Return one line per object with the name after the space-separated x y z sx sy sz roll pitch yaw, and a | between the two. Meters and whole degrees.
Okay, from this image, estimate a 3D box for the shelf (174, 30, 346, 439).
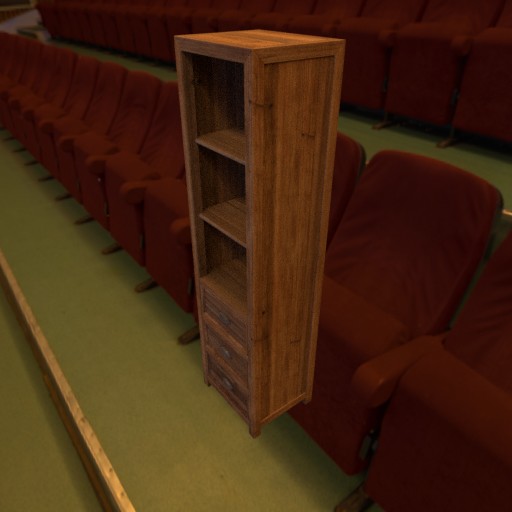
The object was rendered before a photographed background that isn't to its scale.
0.000 0.000 2.141 0.428 1.900 0.500 -22 38 -31 | shelf
